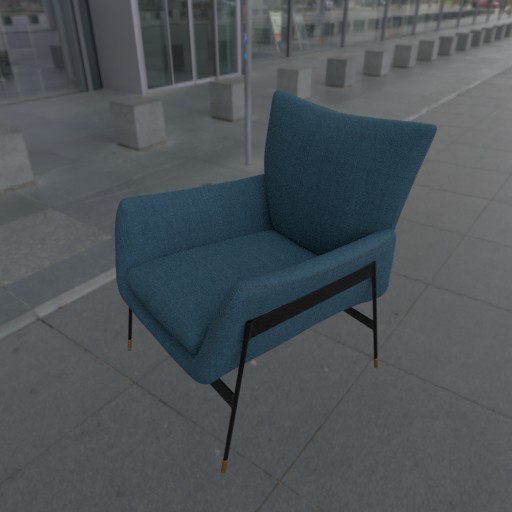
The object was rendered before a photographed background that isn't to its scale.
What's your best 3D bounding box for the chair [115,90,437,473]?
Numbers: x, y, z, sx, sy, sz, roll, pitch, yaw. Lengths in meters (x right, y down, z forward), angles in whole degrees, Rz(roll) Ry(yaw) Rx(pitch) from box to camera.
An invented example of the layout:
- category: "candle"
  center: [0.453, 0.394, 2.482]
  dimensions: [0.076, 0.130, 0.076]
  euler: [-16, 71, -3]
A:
- category: "chair"
  center: [0.000, 0.000, 1.436]
  dimensions: [0.769, 0.859, 0.678]
  euler: [-21, 37, -32]
